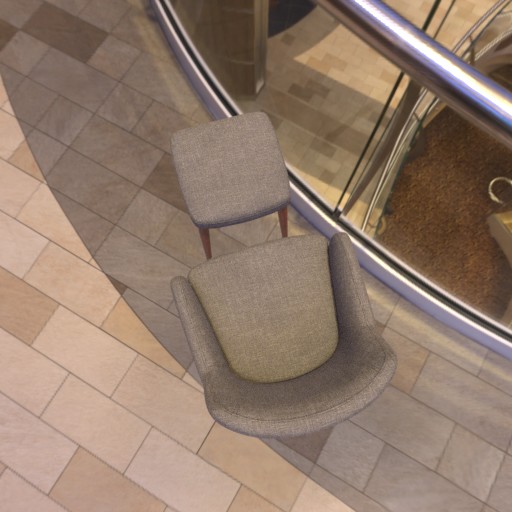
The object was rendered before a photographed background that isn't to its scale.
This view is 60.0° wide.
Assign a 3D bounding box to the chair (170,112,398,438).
[{"bbox_3d":[0.000,0.000,1.551,0.584,0.799,1.107,-15,75,-4],"label":"chair"}]
